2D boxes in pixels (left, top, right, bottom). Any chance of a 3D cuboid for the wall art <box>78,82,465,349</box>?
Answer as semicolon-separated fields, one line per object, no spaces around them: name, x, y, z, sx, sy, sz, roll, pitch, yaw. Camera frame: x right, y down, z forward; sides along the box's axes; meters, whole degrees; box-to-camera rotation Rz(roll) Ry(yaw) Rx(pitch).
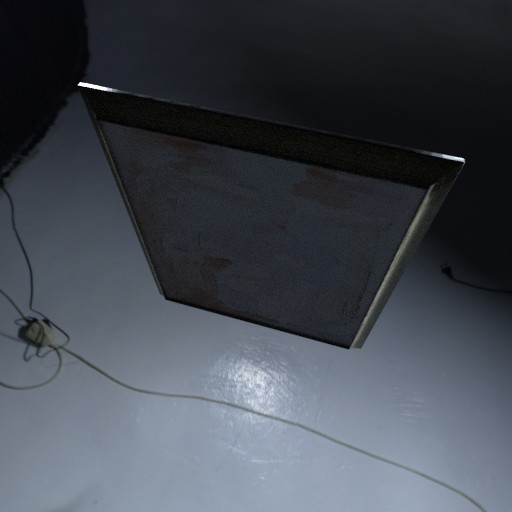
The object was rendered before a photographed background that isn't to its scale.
wall art;0.000;0.000;0.610;0.381;0.457;0.023;14;59;9
